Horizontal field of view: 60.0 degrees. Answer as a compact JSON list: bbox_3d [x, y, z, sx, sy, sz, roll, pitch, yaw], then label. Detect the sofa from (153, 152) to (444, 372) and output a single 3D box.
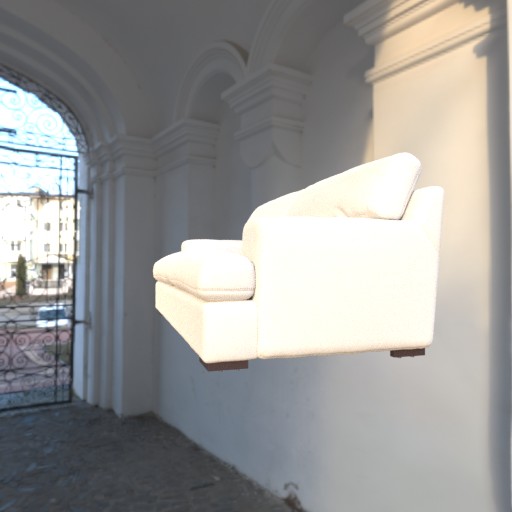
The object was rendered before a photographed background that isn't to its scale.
[{"bbox_3d":[0.000,0.000,2.874,1.143,0.940,2.261,0,-1,-18],"label":"sofa"}]
